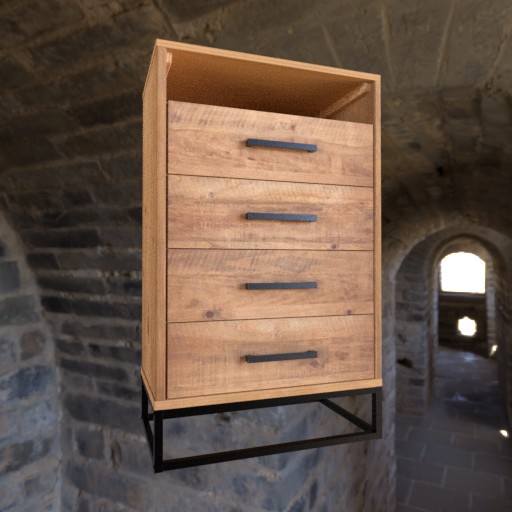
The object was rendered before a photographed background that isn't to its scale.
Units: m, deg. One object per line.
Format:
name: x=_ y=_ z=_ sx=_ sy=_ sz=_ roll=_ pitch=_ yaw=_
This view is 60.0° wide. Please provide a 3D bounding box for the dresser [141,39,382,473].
dresser: x=0.000 y=0.000 z=1.588 sx=0.761 sy=1.240 sz=0.479 roll=0 pitch=-1 yaw=-19
